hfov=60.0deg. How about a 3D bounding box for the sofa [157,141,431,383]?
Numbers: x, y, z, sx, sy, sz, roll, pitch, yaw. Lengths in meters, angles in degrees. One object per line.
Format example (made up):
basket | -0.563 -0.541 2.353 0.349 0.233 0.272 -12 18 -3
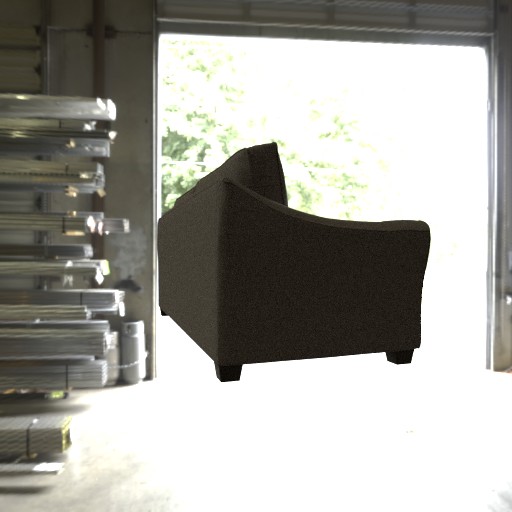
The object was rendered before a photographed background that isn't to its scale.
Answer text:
sofa | 0.000 0.000 2.822 1.013 0.976 2.203 0 0 -19
